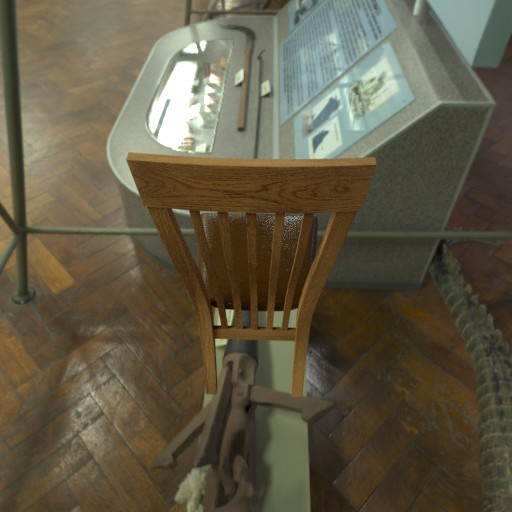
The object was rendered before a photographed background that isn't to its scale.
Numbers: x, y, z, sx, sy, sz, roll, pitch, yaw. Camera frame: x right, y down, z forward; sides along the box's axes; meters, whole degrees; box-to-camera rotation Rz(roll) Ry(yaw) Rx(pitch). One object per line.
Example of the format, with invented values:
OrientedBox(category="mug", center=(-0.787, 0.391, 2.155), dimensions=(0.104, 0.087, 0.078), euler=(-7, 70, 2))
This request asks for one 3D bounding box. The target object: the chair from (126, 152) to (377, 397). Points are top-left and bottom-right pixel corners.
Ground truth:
OrientedBox(category="chair", center=(0.000, 0.000, 1.361), dimensions=(0.450, 1.050, 0.580), euler=(1, 46, 1))
